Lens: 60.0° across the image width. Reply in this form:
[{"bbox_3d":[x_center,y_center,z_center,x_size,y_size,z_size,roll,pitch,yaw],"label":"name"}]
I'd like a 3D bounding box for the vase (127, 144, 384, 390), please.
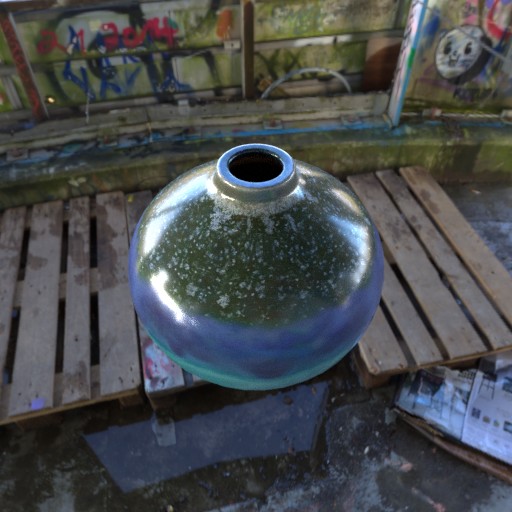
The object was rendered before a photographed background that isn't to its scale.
[{"bbox_3d":[0.000,0.000,0.270,0.154,0.133,0.154,0,47,0],"label":"vase"}]
